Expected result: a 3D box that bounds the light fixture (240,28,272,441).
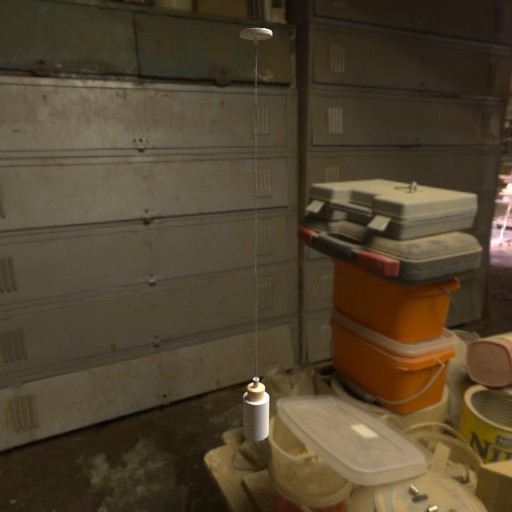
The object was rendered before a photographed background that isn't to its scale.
[{"bbox_3d":[0.000,0.000,1.950,0.125,1.798,0.125,-7,17,-25],"label":"light fixture"}]
